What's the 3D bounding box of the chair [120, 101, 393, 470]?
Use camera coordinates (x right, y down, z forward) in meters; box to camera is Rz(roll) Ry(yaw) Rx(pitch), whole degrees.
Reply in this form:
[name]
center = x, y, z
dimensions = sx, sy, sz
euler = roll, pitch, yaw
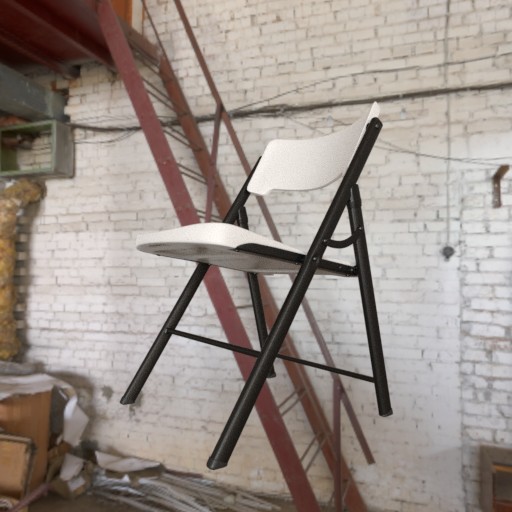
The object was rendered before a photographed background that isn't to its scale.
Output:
[chair]
center = 0.000, 0.000, 1.124
dimensions = 0.577, 0.765, 0.482
euler = 1, -2, -36
